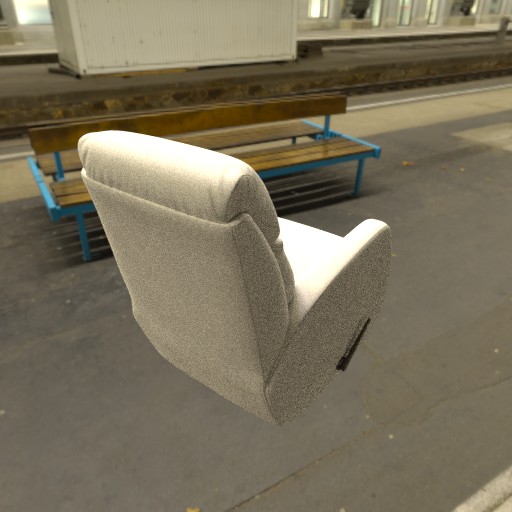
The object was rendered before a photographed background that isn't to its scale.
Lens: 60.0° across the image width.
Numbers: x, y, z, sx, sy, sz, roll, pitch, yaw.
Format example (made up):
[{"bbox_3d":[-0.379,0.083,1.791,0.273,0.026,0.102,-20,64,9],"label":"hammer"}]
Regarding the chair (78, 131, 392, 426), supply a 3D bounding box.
[{"bbox_3d":[0.000,0.000,1.659,0.812,1.015,0.941,21,36,32],"label":"chair"}]
